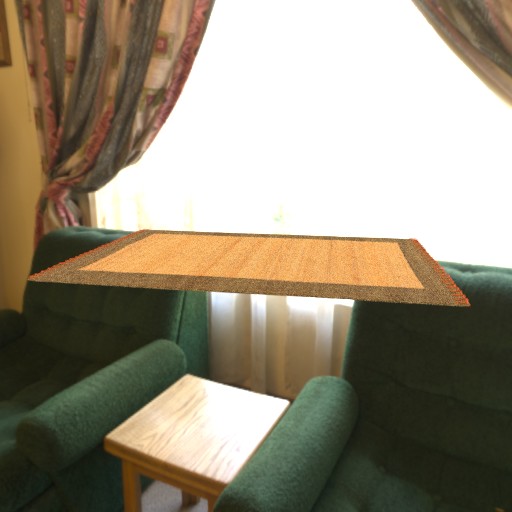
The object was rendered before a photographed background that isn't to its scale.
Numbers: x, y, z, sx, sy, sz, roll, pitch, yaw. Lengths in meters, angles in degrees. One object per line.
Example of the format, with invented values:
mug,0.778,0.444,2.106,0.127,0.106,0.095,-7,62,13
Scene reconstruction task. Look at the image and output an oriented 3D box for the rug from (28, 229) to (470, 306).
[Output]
rug,0.000,0.000,2.343,1.838,0.019,1.220,3,14,10
